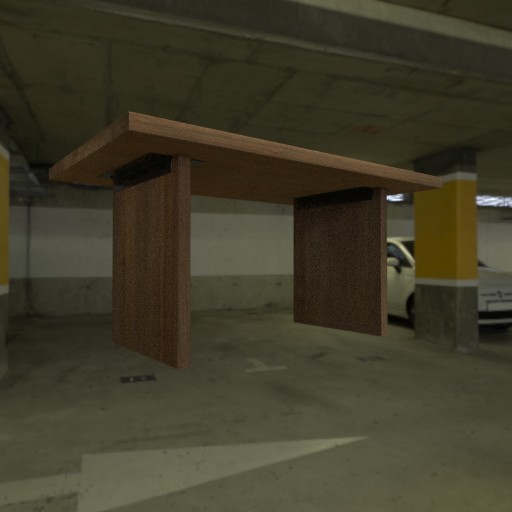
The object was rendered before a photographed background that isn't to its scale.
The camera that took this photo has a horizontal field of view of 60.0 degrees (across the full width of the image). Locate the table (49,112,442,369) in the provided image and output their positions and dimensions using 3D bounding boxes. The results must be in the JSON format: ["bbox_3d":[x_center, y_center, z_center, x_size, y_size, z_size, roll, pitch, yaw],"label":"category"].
[{"bbox_3d":[0.000,0.000,2.089,1.609,0.780,0.946,1,-1,-37],"label":"table"}]
